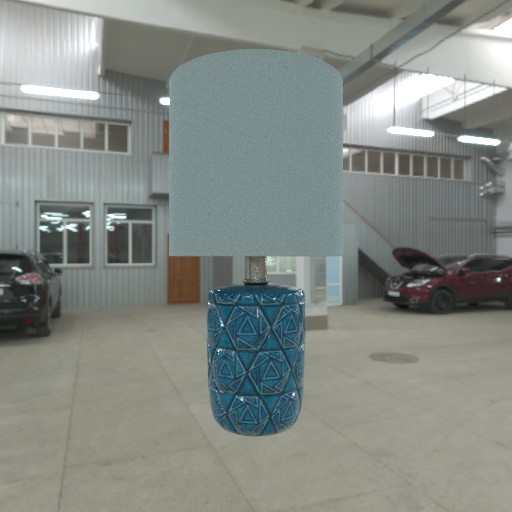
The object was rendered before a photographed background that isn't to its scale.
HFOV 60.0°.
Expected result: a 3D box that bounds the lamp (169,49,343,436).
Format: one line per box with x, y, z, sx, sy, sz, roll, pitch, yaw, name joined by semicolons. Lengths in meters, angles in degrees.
0.000;0.000;0.500;0.193;0.377;0.193;0;0;34;lamp
